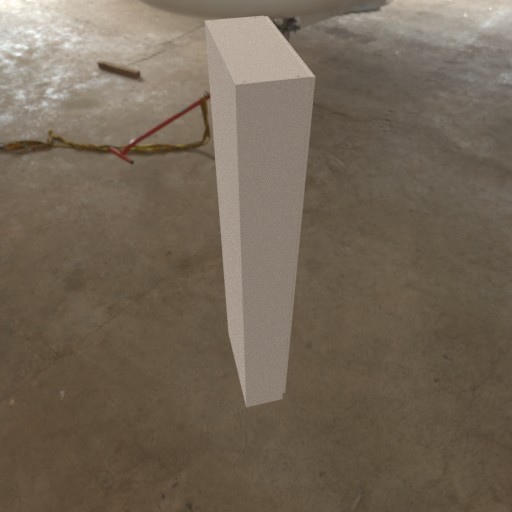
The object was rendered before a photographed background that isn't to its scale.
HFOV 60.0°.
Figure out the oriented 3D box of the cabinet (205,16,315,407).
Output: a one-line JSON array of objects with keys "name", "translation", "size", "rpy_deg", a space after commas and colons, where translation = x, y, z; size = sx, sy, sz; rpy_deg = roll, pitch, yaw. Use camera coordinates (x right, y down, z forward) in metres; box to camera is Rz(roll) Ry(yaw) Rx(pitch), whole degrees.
[{"name": "cabinet", "translation": [0.000, 0.000, 1.958], "size": [0.230, 1.790, 0.500], "rpy_deg": [-10, 46, -10]}]
